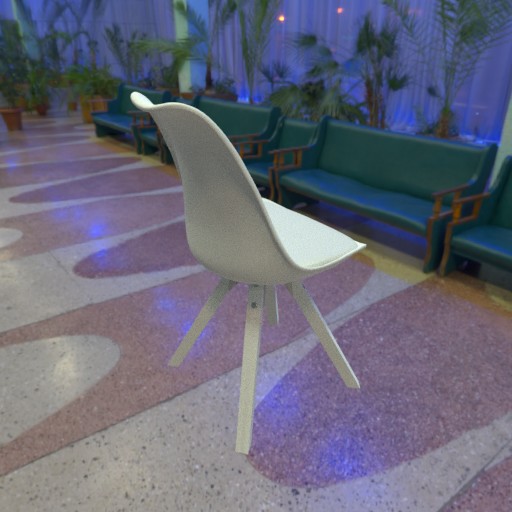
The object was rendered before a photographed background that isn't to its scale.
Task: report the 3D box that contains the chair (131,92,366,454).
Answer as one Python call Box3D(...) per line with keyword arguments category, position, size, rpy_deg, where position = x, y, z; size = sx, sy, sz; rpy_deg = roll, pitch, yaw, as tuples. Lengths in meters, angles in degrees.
Box3D(category="chair", position=(0.000, 0.000, 1.201), size=(0.550, 0.850, 0.485), rpy_deg=(-17, 31, -31))
